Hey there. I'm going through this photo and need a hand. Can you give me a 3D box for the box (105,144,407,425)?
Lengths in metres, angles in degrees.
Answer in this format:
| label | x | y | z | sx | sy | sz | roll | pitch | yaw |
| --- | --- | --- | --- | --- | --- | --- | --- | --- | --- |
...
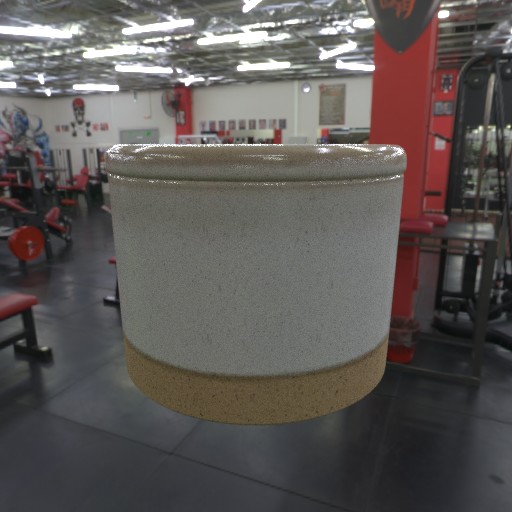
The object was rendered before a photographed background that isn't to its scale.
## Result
| label | x | y | z | sx | sy | sz | roll | pitch | yaw |
| --- | --- | --- | --- | --- | --- | --- | --- | --- | --- |
| box | 0.000 | 0.000 | 0.251 | 0.154 | 0.123 | 0.154 | 0 | 14 | 0 |
